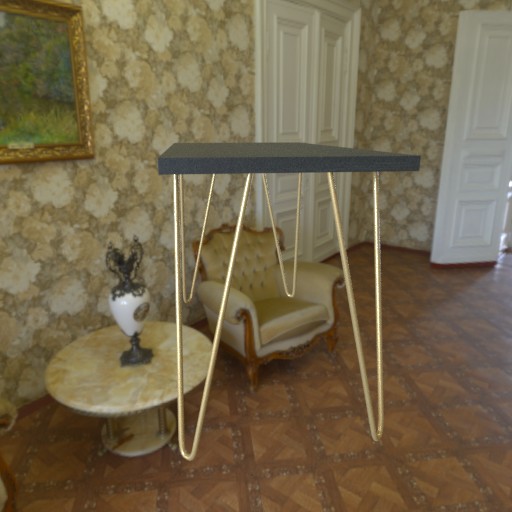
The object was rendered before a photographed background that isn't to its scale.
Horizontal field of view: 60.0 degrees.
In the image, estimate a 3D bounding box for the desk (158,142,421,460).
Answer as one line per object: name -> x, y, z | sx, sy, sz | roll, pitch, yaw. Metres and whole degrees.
desk -> 0.000, 0.000, 1.383 | 0.499, 0.660, 0.991 | -2, 16, -8
